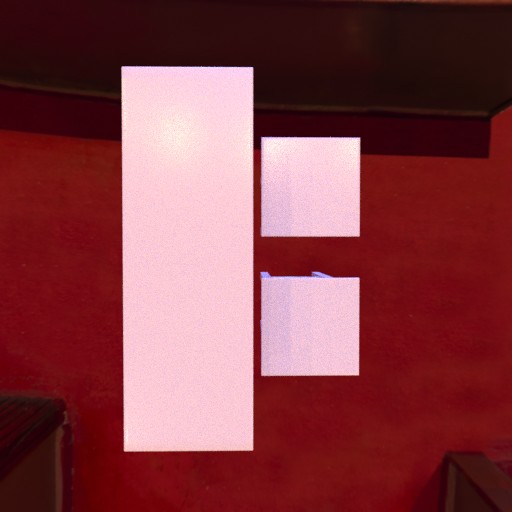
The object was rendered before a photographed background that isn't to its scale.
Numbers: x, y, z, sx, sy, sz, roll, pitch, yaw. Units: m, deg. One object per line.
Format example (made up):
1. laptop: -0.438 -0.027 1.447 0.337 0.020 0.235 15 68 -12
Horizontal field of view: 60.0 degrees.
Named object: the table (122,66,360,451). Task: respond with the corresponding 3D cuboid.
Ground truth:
1. table: 0.000 0.000 1.589 0.650 1.065 0.915 0 91 -1
